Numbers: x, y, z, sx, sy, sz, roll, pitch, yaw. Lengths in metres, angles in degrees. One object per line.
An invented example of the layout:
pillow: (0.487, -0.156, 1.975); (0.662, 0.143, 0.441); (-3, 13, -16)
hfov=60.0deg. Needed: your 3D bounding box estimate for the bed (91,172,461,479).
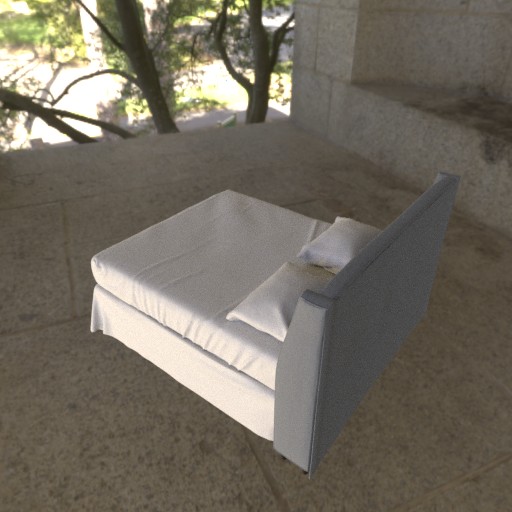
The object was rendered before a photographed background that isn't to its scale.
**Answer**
bed: (0.000, 0.000, 3.462); (2.276, 1.332, 1.925); (23, 39, 31)
